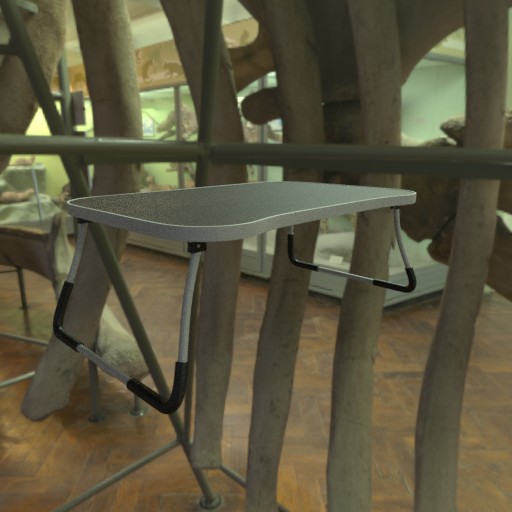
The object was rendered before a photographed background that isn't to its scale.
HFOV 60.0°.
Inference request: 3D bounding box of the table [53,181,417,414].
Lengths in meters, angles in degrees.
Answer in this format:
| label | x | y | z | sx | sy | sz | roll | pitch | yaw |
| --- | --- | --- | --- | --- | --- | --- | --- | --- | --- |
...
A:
| label | x | y | z | sx | sy | sz | roll | pitch | yaw |
| --- | --- | --- | --- | --- | --- | --- | --- | --- | --- |
| table | 0.000 | 0.000 | 0.853 | 0.400 | 0.232 | 0.660 | 14 | 20 | 43 |
